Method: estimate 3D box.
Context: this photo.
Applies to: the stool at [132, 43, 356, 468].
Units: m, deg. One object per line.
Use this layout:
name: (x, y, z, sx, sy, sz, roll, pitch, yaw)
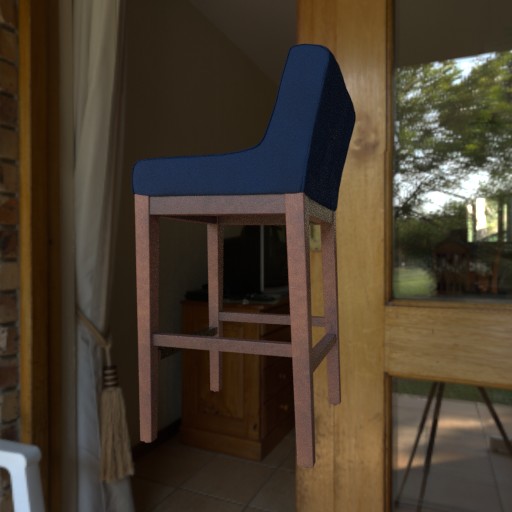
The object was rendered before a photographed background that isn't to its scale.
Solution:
stool: (0.000, 0.000, 1.266, 0.516, 0.945, 0.511, 0, 1, 19)
